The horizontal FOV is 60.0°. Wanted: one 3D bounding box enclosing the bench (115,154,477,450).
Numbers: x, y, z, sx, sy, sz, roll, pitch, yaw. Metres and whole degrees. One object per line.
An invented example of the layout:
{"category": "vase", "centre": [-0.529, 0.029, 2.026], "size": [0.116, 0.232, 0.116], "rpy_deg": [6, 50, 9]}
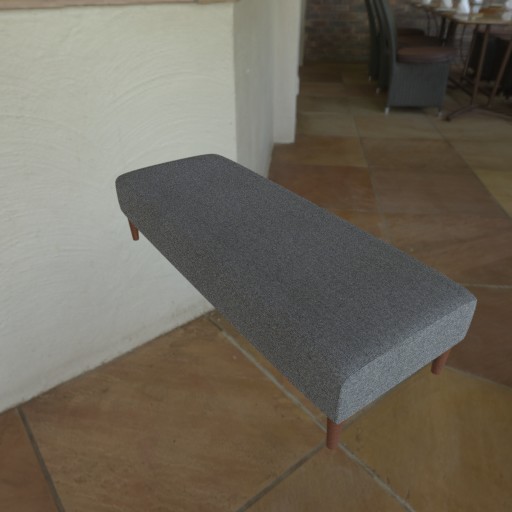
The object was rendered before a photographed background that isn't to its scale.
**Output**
{"category": "bench", "centre": [0.000, 0.000, 1.870], "size": [0.631, 0.384, 1.598], "rpy_deg": [-21, 38, -29]}
